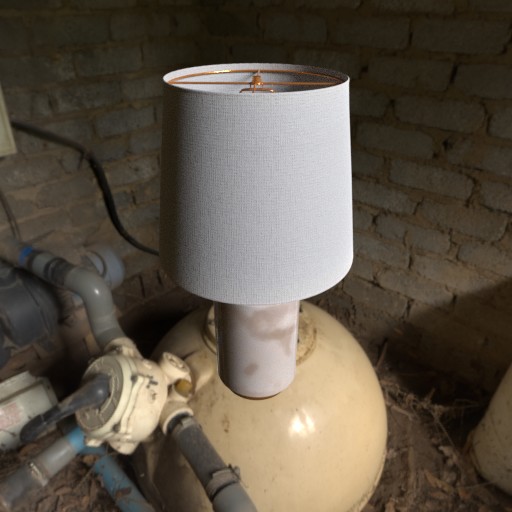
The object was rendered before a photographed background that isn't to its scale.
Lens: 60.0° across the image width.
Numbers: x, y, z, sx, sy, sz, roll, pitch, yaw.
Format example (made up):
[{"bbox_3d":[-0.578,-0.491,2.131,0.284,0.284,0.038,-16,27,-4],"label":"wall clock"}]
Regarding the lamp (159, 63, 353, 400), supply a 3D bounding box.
[{"bbox_3d":[0.000,0.000,0.446,0.189,0.340,0.189,0,31,0],"label":"lamp"}]
